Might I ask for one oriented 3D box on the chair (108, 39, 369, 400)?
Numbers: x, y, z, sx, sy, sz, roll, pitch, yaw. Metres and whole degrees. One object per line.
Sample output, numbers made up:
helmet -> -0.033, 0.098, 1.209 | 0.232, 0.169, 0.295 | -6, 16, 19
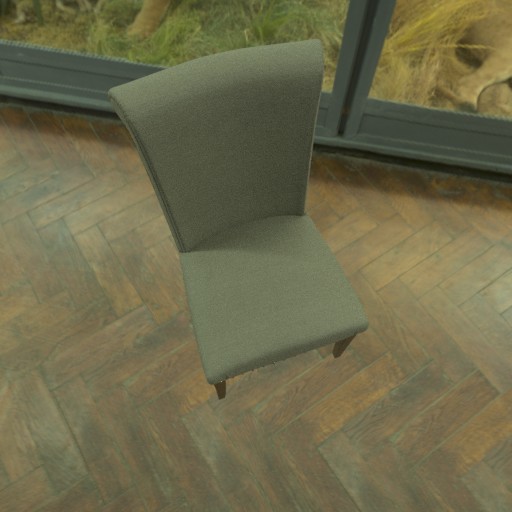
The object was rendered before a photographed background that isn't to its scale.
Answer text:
chair -> 0.000, 0.000, 1.329 | 0.513, 0.988, 0.608 | -17, 65, -8
